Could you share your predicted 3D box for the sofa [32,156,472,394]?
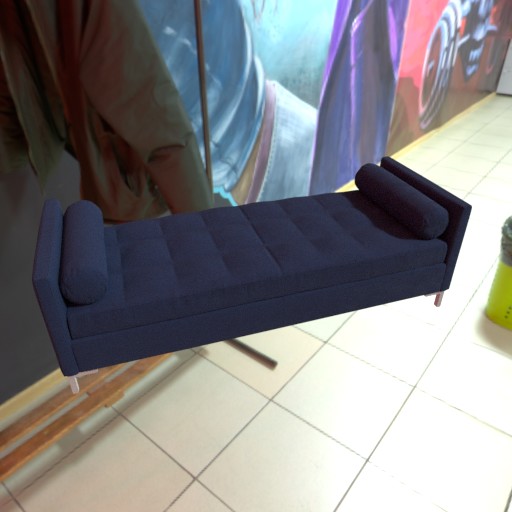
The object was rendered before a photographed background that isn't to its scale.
[{"bbox_3d":[0.000,0.000,2.453,2.102,0.657,0.797,-10,34,-15],"label":"sofa"}]
